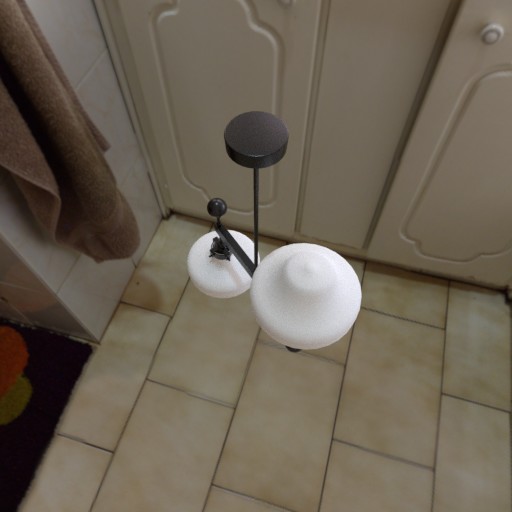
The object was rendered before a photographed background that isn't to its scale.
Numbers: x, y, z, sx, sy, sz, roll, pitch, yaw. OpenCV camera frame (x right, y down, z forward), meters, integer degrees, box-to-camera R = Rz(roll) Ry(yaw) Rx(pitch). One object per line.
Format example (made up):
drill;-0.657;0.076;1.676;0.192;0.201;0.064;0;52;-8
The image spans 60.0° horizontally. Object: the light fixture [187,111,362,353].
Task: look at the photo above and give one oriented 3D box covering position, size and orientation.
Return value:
light fixture;0.000;0.000;1.018;0.489;0.743;0.422;16;60;10
